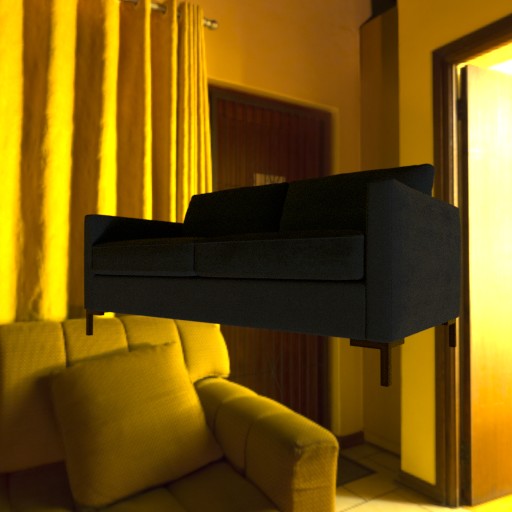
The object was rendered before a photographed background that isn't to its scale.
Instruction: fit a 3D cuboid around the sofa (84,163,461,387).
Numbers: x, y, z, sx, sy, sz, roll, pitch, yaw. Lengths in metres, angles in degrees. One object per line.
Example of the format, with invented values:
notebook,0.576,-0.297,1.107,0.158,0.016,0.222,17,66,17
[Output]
sofa,0.000,0.000,2.138,1.676,0.817,0.875,-1,-1,37
